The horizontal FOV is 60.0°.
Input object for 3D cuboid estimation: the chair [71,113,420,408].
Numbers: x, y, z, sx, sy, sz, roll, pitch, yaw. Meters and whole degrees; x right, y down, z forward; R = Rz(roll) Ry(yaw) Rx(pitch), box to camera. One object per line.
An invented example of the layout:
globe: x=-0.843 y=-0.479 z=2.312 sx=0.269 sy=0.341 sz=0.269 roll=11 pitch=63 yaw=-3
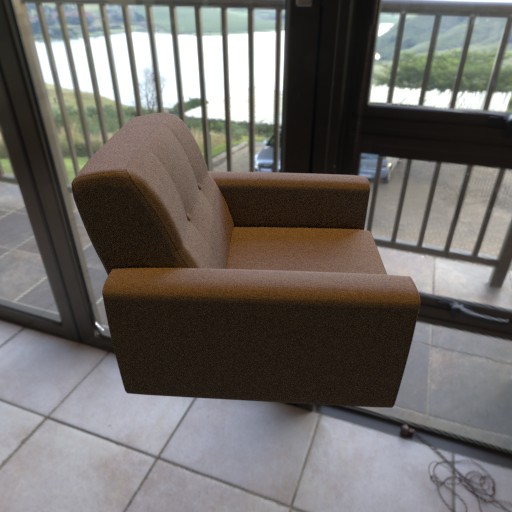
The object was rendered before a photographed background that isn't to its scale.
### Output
chair: x=0.000 y=0.000 z=1.527 sx=0.907 sy=0.839 sz=0.831 roll=1 pitch=33 yaw=2
